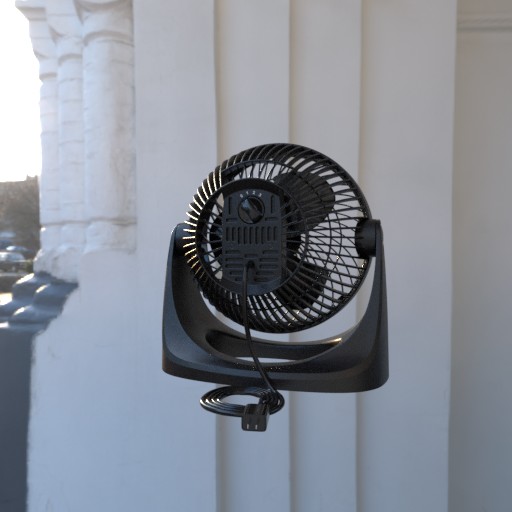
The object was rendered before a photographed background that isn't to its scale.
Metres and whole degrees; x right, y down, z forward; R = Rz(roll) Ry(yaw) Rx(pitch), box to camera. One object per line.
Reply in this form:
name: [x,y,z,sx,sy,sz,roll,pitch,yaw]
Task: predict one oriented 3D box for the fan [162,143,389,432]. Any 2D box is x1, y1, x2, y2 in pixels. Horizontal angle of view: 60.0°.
fan: [0.000,0.000,0.477,0.273,0.277,0.256,0,1,18]
